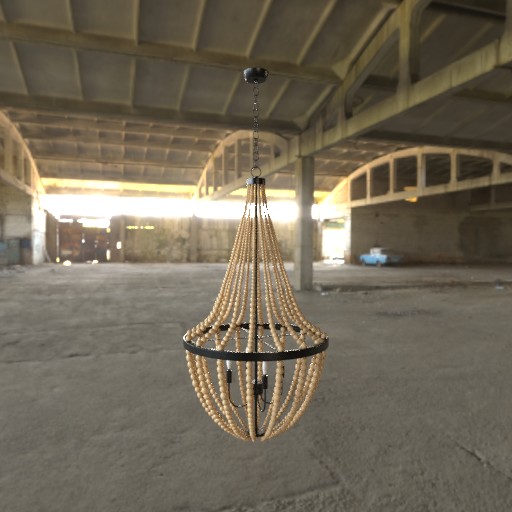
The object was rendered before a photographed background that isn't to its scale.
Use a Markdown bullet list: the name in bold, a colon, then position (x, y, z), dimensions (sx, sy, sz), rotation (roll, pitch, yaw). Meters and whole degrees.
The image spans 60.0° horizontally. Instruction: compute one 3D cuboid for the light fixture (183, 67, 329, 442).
- **light fixture**: position (0.000, 0.000, 1.383), dimensions (0.450, 1.133, 0.450), rotation (0, 1, 0)
